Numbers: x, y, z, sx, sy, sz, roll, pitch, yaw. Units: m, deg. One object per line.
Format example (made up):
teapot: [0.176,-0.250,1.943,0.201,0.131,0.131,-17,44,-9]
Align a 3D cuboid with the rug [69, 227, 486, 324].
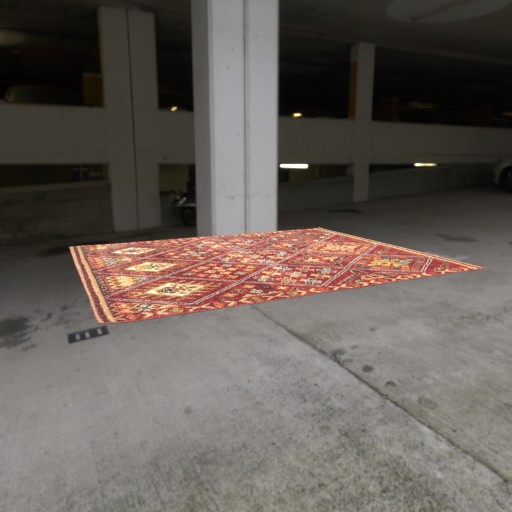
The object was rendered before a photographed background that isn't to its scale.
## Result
rug: [0.000,0.000,4.129,3.086,0.030,2.489,-6,13,-25]
